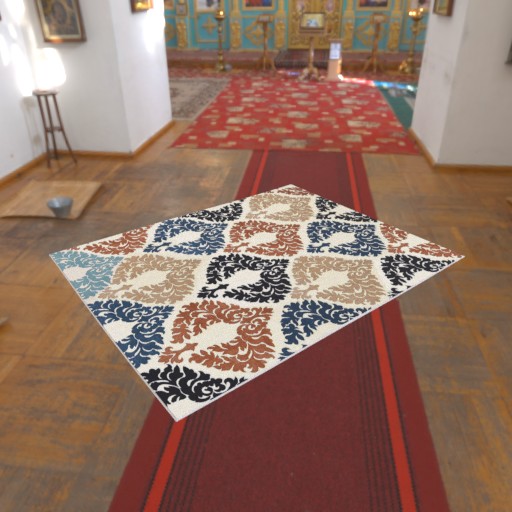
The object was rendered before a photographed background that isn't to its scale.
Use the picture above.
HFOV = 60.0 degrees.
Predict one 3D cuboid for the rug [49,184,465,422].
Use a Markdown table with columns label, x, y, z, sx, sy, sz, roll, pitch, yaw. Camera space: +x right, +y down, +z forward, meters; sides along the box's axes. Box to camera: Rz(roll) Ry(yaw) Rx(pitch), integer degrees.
| label | x | y | z | sx | sy | sz | roll | pitch | yaw |
| --- | --- | --- | --- | --- | --- | --- | --- | --- | --- |
| rug | 0.000 | 0.000 | 4.114 | 3.040 | 0.014 | 2.423 | -21 | 36 | -32 |
